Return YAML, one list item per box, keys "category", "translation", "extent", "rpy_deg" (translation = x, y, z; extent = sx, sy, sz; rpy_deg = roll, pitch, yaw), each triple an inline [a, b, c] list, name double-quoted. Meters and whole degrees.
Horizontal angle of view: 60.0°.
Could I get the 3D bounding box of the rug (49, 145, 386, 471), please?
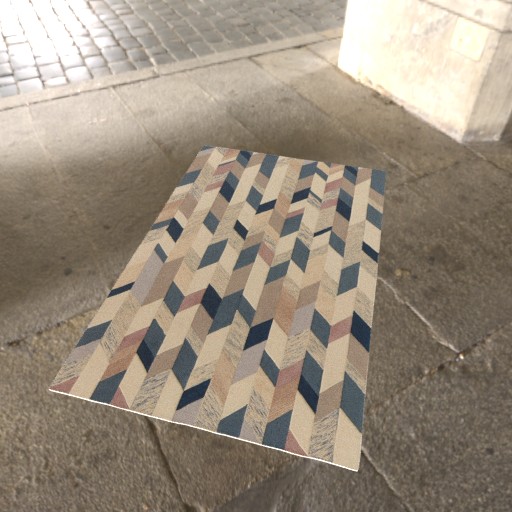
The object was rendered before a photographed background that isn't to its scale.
- category: "rug"
  translation: [0.000, 0.000, 2.232]
  extent: [1.202, 0.006, 1.813]
  rpy_deg: [11, 47, 10]
